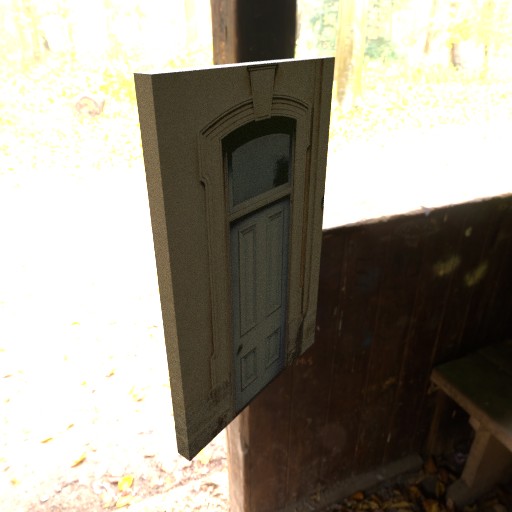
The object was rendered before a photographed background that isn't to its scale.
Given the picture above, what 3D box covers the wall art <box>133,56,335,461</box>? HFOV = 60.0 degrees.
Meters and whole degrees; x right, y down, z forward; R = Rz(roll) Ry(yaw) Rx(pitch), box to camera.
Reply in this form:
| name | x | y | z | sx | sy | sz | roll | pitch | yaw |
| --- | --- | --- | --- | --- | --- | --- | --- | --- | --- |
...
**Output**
| name | x | y | z | sx | sy | sz | roll | pitch | yaw |
| --- | --- | --- | --- | --- | --- | --- | --- | --- | --- |
| wall art | 0.000 | 0.000 | 0.955 | 0.038 | 0.764 | 0.508 | 19 | 33 | 33 |
